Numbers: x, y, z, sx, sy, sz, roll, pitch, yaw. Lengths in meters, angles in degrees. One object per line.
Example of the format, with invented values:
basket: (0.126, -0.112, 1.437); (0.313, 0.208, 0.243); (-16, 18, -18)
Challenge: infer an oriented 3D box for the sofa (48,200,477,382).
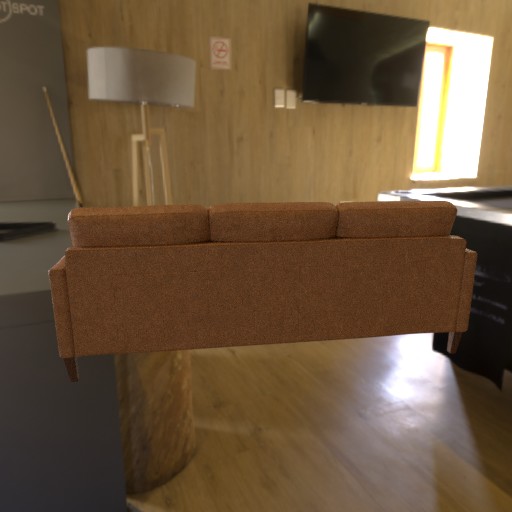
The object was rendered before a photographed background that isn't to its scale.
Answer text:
sofa: (0.000, 0.000, 2.951); (2.178, 0.876, 1.506); (-2, 15, -8)
